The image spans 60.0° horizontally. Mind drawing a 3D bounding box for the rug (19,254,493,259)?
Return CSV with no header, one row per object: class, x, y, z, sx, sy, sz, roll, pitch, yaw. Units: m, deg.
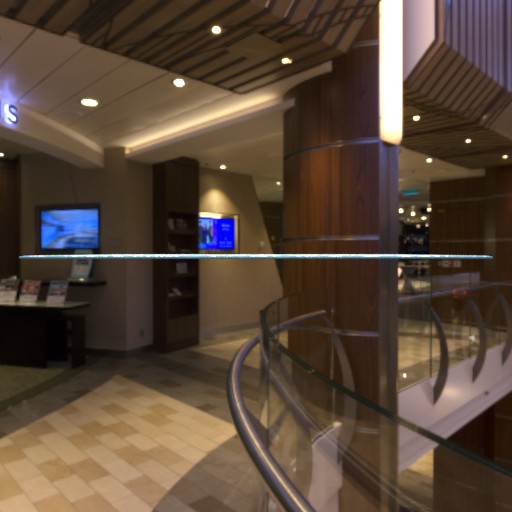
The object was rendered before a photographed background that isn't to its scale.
rug,0.000,0.000,2.317,1.833,0.012,1.211,0,0,0
